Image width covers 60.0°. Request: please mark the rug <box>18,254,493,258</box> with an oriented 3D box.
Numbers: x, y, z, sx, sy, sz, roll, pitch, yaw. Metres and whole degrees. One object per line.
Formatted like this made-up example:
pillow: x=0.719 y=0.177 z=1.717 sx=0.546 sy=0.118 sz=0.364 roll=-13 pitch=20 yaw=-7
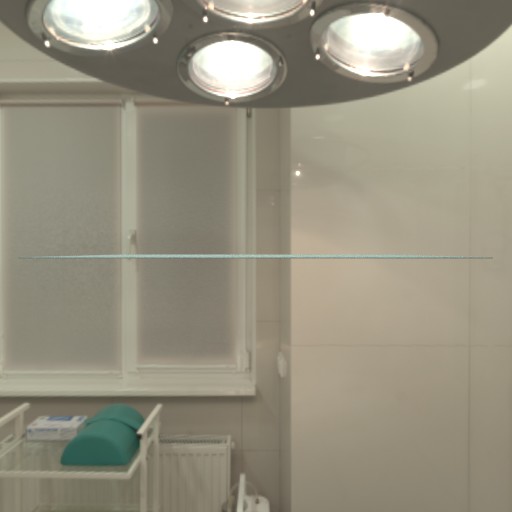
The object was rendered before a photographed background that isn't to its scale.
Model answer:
rug: x=0.000 y=0.000 z=3.695 sx=2.895 sy=0.006 sz=1.982 roll=0 pitch=1 yaw=1
